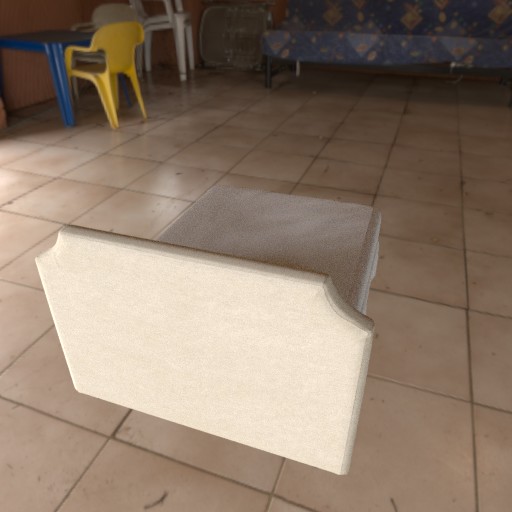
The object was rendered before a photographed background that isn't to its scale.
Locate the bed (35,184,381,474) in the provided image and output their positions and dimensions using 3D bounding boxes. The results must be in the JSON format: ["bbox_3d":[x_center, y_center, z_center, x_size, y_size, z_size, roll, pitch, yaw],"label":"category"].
[{"bbox_3d":[0.000,0.000,3.231,1.828,1.297,2.164,11,34,16],"label":"bed"}]
